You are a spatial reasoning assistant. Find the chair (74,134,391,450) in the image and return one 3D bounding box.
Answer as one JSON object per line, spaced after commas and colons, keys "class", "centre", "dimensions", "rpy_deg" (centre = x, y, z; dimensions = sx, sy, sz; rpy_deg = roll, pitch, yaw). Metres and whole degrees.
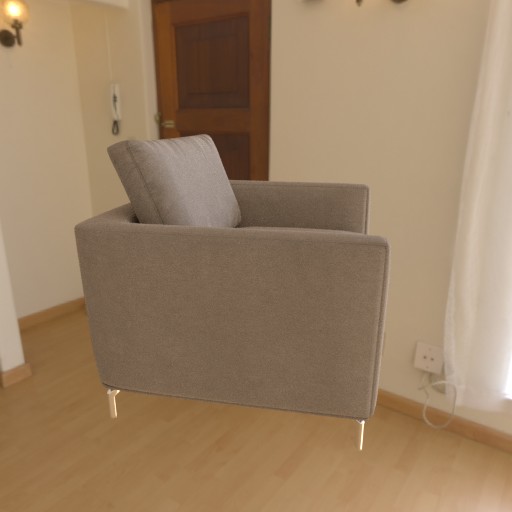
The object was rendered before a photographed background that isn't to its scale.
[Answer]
{"class": "chair", "centre": [0.000, 0.000, 1.656], "dimensions": [0.889, 0.864, 1.041], "rpy_deg": [3, 17, 10]}
